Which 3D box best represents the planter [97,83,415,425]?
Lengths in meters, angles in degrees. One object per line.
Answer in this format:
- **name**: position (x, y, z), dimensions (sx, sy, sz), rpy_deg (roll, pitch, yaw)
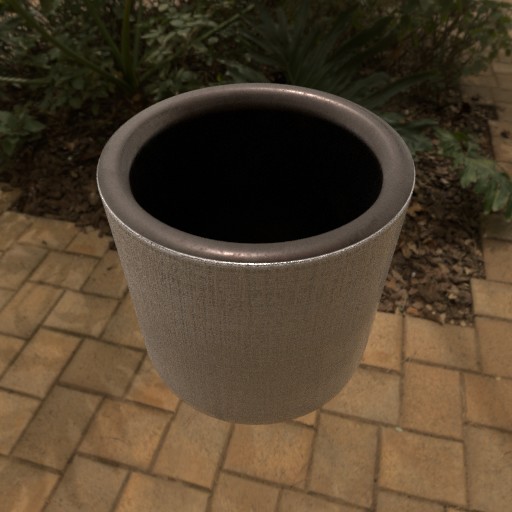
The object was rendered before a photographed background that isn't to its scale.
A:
- **planter**: position (0.000, 0.000, 0.279), dimensions (0.160, 0.156, 0.160), rpy_deg (0, 46, 0)
